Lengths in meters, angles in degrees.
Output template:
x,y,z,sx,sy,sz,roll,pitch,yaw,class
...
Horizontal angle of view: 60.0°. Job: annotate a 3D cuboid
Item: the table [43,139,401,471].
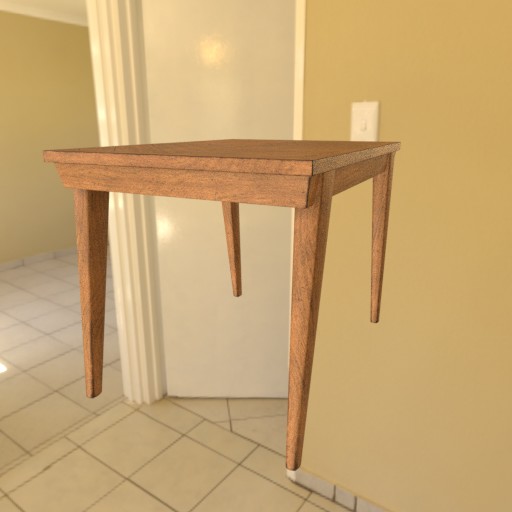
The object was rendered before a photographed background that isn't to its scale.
x,y,z,sx,sy,sz,roll,pitch,yaw,class
0.000,0.000,1.566,0.757,0.760,1.027,8,18,25,table
